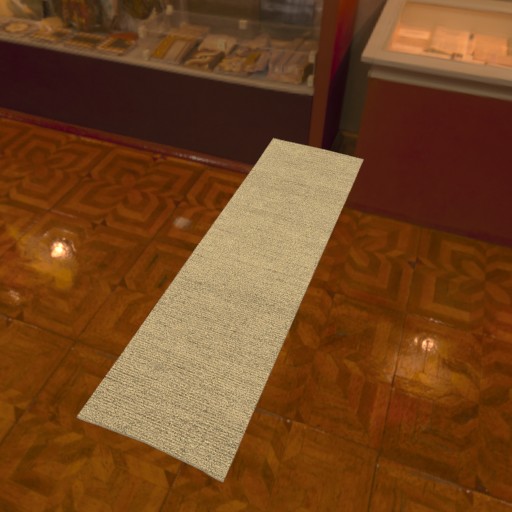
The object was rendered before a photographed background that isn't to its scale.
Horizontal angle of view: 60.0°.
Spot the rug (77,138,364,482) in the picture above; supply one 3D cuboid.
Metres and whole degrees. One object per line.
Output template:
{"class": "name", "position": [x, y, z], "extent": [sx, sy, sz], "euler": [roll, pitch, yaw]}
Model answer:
{"class": "rug", "position": [0.000, 0.000, 2.528], "extent": [0.692, 0.032, 2.320], "euler": [17, 50, 15]}
